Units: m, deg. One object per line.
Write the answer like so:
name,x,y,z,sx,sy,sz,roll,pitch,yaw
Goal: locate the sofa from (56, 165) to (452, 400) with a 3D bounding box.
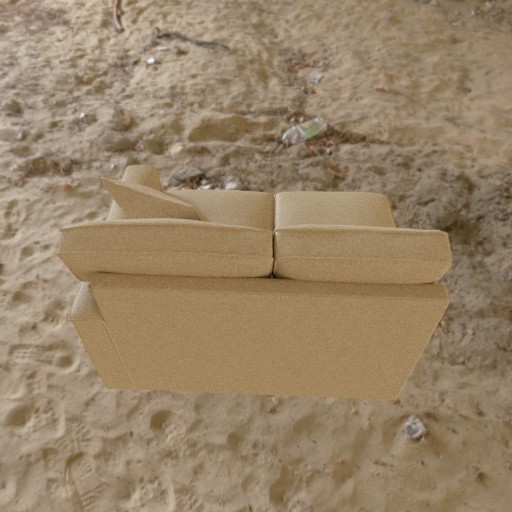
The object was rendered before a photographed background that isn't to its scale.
sofa,0.000,0.000,2.067,1.388,0.989,0.991,2,47,2
